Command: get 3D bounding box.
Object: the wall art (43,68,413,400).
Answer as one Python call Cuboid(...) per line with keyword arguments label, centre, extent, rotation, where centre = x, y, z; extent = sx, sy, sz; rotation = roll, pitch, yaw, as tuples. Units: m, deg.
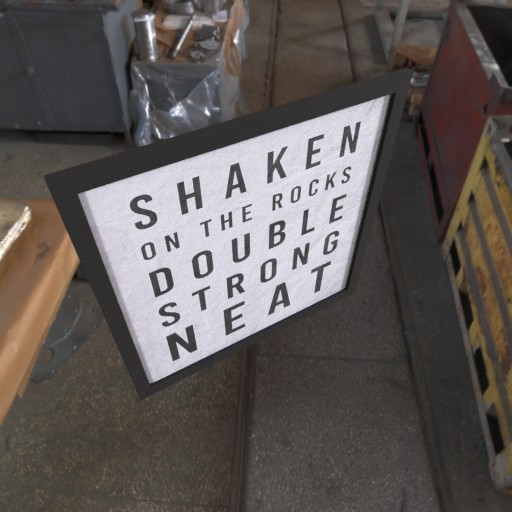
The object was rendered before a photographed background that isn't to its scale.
Cuboid(label="wall art", centre=(0.000, 0.000, 0.659), extent=(0.456, 0.458, 0.013), rotation=(-23, 51, -20))
